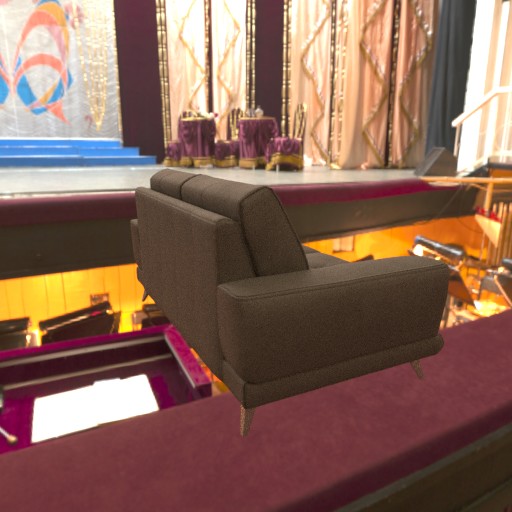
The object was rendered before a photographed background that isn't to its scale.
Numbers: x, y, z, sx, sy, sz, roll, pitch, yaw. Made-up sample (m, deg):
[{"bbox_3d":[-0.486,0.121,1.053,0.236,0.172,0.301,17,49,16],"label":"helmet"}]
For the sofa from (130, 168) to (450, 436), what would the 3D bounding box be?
[{"bbox_3d":[0.000,0.000,2.445,1.018,0.907,1.806,-7,16,-26],"label":"sofa"}]
